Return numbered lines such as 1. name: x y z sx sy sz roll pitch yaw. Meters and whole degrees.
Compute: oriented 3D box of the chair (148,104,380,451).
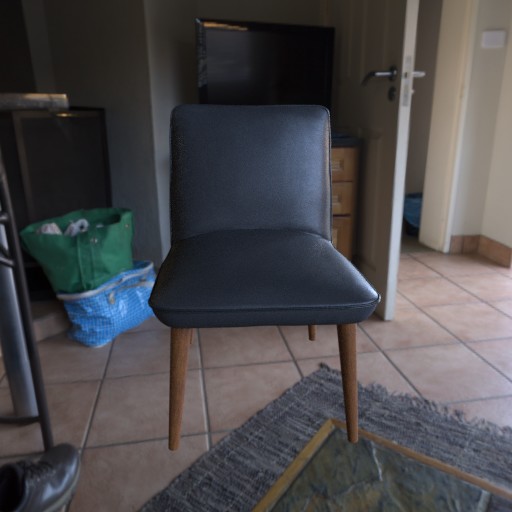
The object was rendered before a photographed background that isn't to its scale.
1. chair: 0.000 0.000 1.214 0.543 0.801 0.645 -2 18 -8
